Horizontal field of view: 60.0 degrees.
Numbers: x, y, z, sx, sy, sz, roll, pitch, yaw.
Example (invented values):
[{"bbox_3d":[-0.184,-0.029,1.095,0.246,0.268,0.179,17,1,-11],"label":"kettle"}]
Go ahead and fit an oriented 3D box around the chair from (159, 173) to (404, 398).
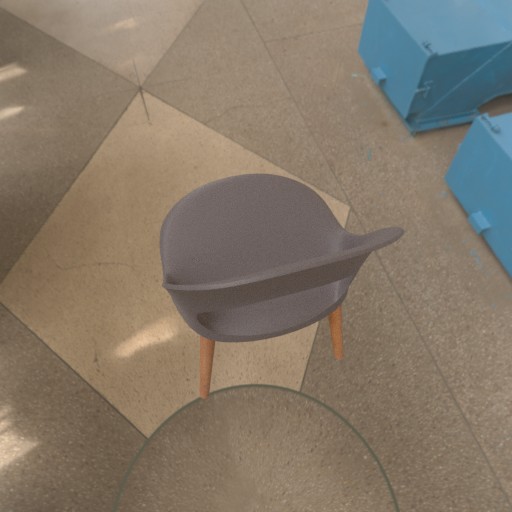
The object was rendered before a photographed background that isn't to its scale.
[{"bbox_3d":[0.000,0.000,1.127,0.470,0.794,0.556,-14,59,-8],"label":"chair"}]
